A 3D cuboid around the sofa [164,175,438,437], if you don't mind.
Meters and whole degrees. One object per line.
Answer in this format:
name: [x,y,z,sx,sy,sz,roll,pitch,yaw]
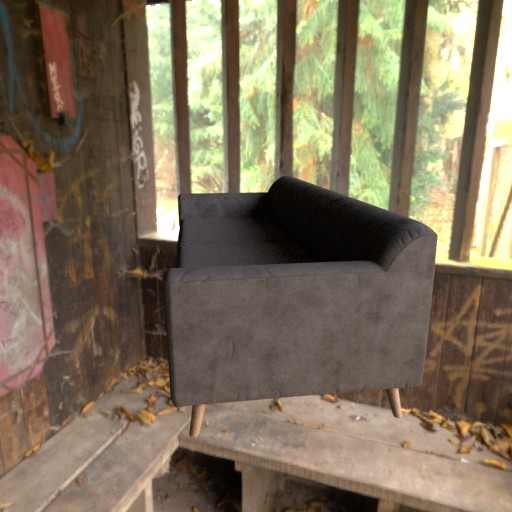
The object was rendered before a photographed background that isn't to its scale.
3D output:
sofa: [0.000,0.000,2.509,0.900,0.740,2.190,-2,15,-8]
